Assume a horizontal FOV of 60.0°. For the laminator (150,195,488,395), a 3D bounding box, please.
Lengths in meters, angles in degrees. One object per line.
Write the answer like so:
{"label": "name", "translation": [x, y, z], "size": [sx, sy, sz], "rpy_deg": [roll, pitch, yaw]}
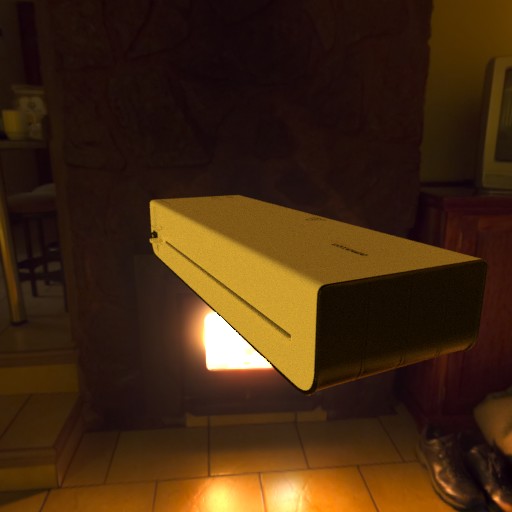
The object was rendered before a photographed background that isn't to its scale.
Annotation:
{"label": "laminator", "translation": [0.000, 0.000, 0.375], "size": [0.123, 0.062, 0.340], "rpy_deg": [-7, 16, -25]}
